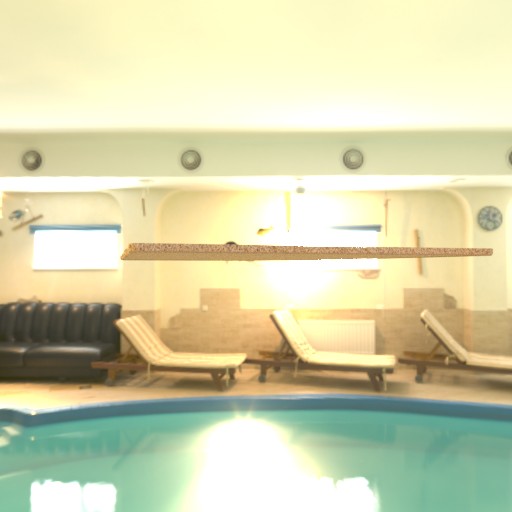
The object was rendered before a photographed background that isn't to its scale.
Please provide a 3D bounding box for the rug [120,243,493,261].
[{"bbox_3d":[0.000,0.000,2.083,1.199,0.025,1.600,0,-1,-18],"label":"rug"}]
